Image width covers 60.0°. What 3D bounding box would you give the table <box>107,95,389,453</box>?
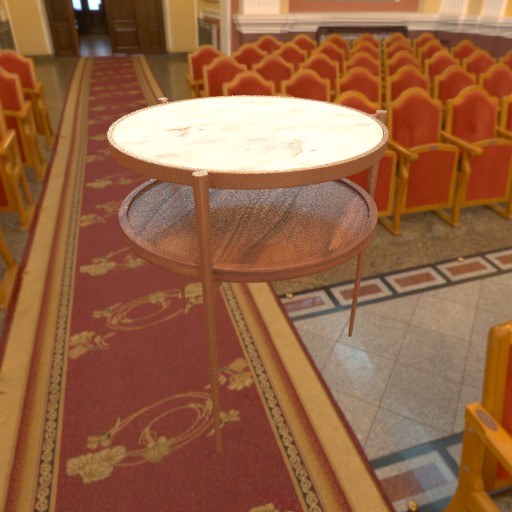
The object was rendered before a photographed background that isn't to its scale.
[{"bbox_3d":[0.000,0.000,0.816,0.456,0.493,0.430,-8,32,-14],"label":"table"}]
